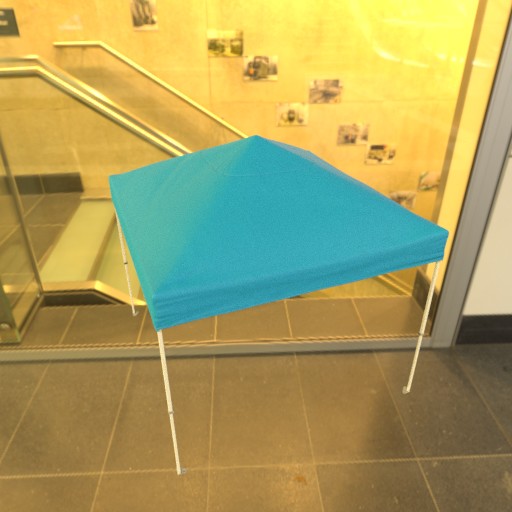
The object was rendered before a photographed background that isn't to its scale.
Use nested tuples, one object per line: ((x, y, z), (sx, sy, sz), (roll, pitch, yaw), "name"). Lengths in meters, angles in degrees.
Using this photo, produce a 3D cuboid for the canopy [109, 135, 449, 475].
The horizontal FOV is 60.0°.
((0.000, 0.000, 5.501), (2.998, 2.997, 2.996), (-12, 32, -19), "canopy")
